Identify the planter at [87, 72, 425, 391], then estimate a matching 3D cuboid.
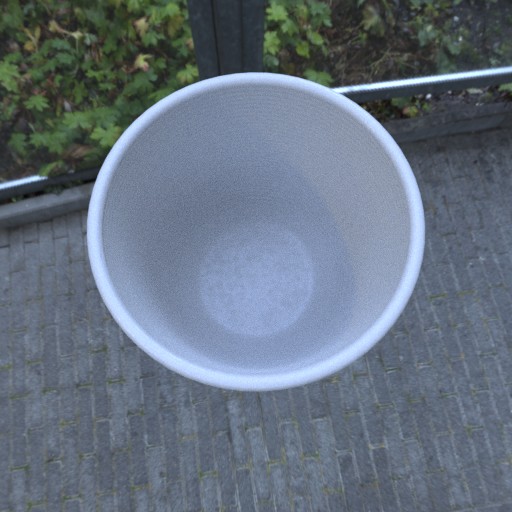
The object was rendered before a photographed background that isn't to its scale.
[{"bbox_3d":[0.000,0.000,0.294,0.170,0.152,0.170,0,74,0],"label":"planter"}]
